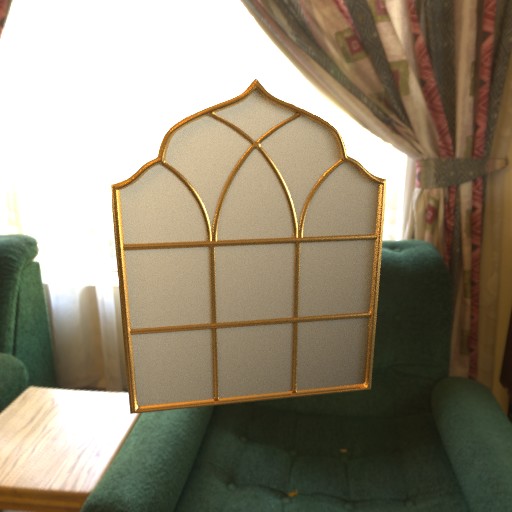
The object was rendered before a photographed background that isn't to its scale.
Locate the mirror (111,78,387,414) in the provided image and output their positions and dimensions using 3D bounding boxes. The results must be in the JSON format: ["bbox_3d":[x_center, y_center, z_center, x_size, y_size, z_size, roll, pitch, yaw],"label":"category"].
[{"bbox_3d":[0.000,0.000,0.846,0.513,0.635,0.018,-3,16,-10],"label":"mirror"}]
